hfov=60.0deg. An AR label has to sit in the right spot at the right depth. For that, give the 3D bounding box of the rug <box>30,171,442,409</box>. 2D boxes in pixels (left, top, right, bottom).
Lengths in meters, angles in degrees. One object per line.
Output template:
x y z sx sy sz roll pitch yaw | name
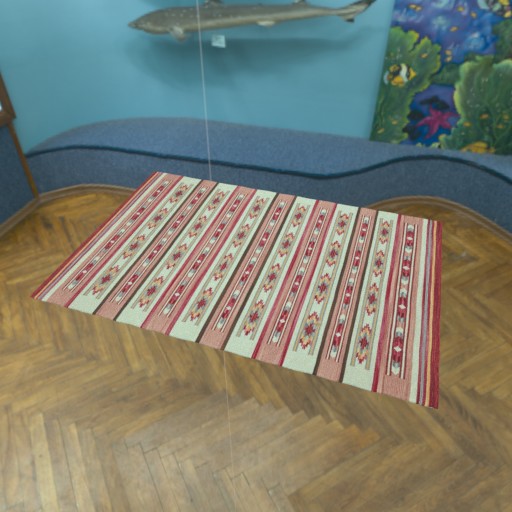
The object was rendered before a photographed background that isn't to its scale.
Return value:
0.000 0.000 2.284 1.817 0.008 1.223 12 42 14 | rug
